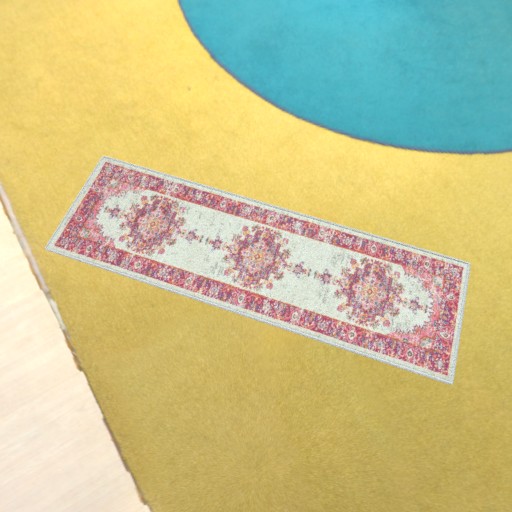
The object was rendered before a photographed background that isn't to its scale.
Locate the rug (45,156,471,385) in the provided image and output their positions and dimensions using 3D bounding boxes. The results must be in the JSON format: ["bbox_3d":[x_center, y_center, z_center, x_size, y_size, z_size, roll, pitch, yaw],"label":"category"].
[{"bbox_3d":[0.000,0.000,1.979,1.824,0.009,0.562,17,65,8],"label":"rug"}]
